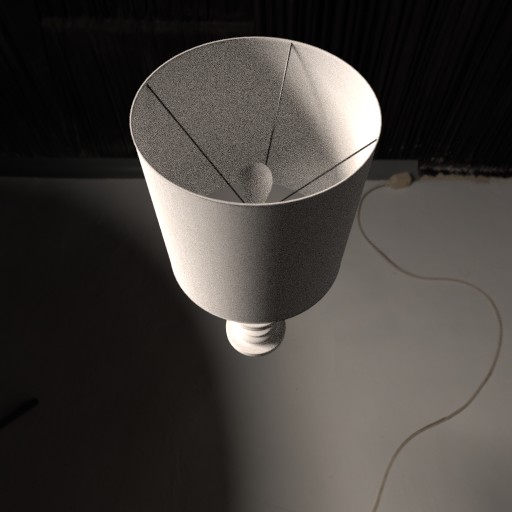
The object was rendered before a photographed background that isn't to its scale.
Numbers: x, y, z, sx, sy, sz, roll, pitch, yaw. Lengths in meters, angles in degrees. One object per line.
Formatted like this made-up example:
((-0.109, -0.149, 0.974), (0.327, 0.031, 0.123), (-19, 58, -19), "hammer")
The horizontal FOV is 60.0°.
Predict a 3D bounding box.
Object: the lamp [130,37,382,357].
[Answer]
((0.000, 0.000, 0.561), (0.208, 0.455, 0.208), (0, 57, 0), "lamp")
